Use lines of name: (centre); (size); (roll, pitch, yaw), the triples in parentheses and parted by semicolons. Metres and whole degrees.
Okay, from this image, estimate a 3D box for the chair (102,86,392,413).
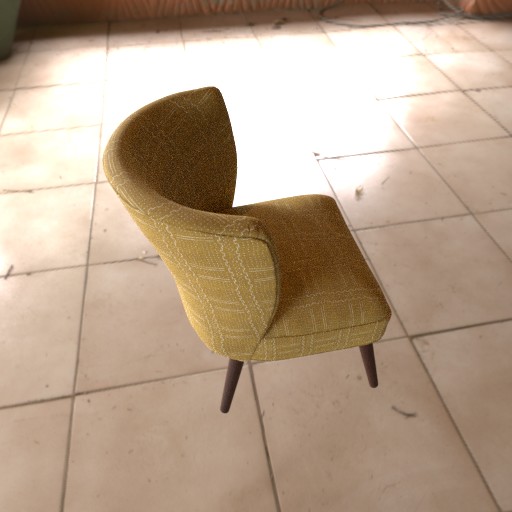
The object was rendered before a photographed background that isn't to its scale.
chair: (0.000, 0.000, 1.419); (0.758, 0.866, 0.706); (-9, 46, -8)
